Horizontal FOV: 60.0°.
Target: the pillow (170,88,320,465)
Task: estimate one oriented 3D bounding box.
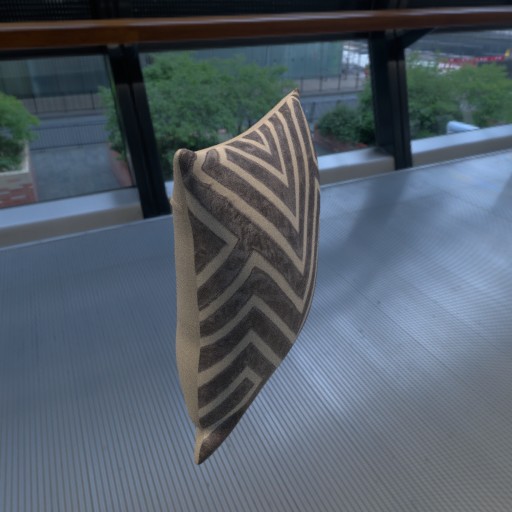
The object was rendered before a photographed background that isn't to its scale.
[{"bbox_3d":[0.000,0.000,0.683,0.182,0.441,0.440,10,31,17],"label":"pillow"}]
